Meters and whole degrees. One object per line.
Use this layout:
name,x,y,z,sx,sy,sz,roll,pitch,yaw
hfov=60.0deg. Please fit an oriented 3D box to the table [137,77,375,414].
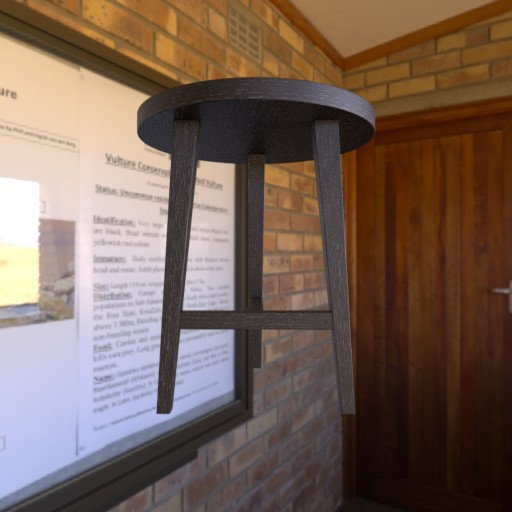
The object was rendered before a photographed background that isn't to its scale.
table,0.000,0.000,0.768,0.399,0.460,0.399,0,0,0
